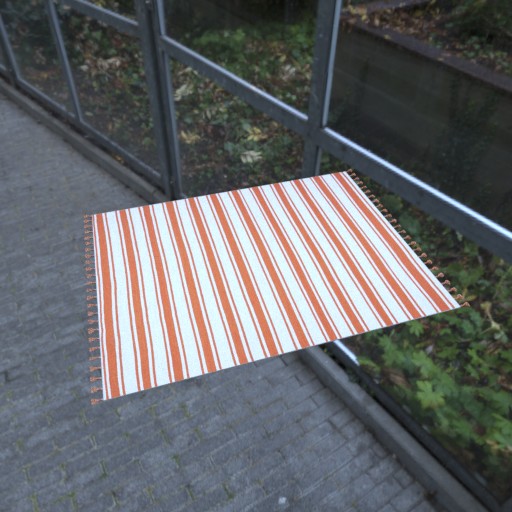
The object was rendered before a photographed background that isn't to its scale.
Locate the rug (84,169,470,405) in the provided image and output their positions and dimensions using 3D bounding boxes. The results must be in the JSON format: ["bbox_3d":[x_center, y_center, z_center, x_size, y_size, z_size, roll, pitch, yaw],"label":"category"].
[{"bbox_3d":[0.000,0.000,4.569,3.369,0.035,2.451,-12,44,-12],"label":"rug"}]
